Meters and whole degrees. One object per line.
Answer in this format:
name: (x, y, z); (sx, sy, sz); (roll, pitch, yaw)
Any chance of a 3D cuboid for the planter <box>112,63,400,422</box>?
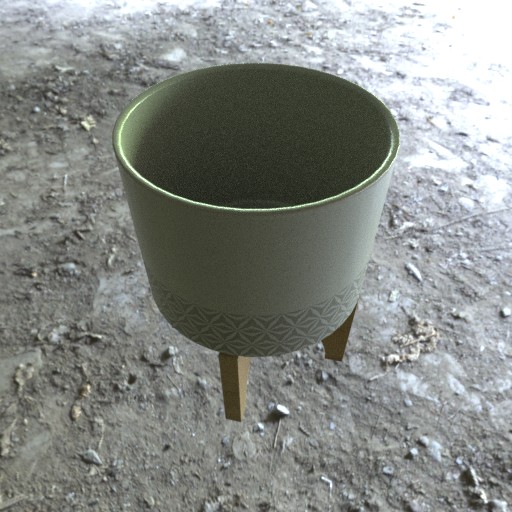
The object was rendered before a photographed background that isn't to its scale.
planter: (0.000, 0.000, 0.390); (0.188, 0.260, 0.188); (0, 46, 0)
